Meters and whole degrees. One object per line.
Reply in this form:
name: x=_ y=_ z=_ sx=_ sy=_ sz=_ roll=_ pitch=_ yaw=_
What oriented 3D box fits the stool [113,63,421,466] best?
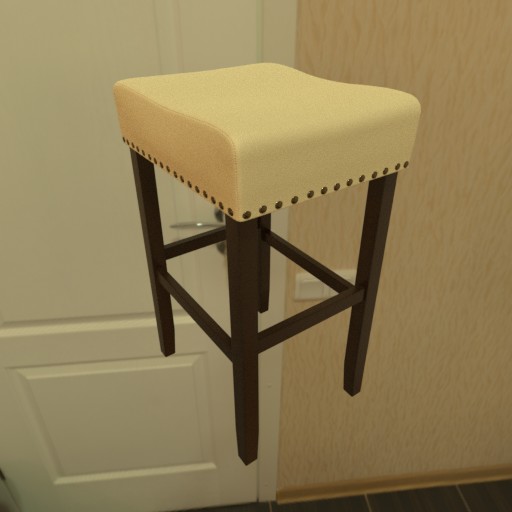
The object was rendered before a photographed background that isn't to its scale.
stool: x=0.000 y=0.000 z=1.037 sx=0.401 sy=0.762 sz=0.471 roll=-21 pitch=38 yaw=-29
